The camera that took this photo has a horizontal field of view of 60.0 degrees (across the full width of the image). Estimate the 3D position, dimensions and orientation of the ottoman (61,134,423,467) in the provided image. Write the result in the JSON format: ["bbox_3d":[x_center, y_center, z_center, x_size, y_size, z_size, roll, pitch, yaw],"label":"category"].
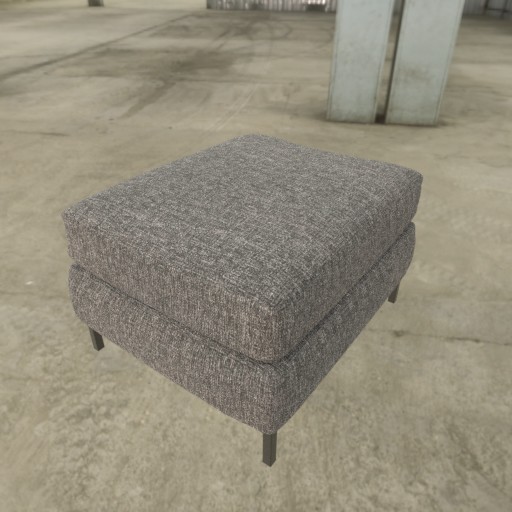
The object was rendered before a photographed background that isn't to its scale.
[{"bbox_3d":[0.000,0.000,1.241,0.683,0.480,0.828,21,38,30],"label":"ottoman"}]
